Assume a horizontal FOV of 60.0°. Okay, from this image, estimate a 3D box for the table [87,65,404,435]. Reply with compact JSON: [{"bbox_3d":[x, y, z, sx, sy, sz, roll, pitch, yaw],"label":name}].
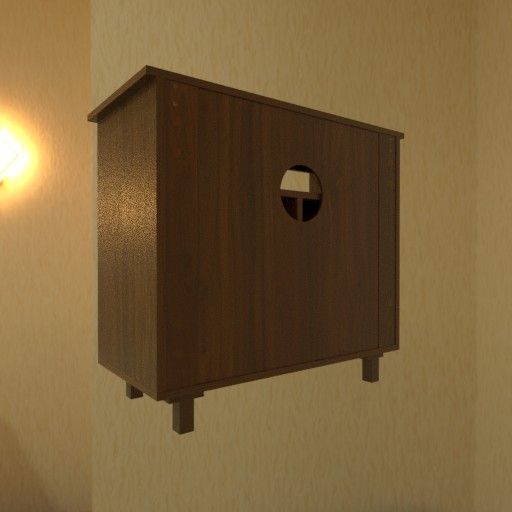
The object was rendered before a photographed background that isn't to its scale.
[{"bbox_3d":[0.000,0.000,1.230,0.802,0.725,0.390,0,1,-37],"label":"table"}]
